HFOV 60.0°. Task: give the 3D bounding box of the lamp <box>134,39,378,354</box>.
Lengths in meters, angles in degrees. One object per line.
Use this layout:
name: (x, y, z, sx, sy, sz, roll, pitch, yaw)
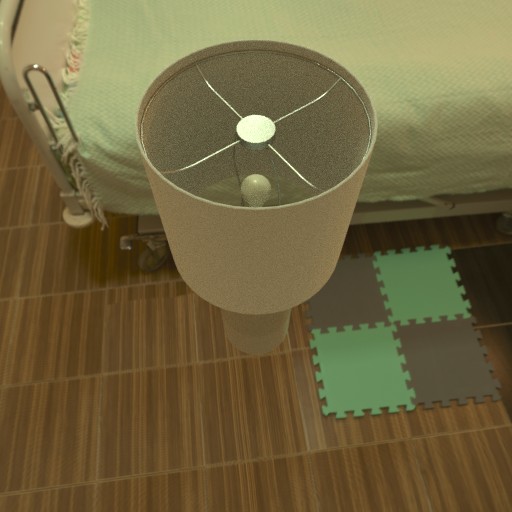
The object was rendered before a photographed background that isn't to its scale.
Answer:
lamp: (0.000, 0.000, 0.600, 0.212, 0.493, 0.212, -32, 64, -18)
